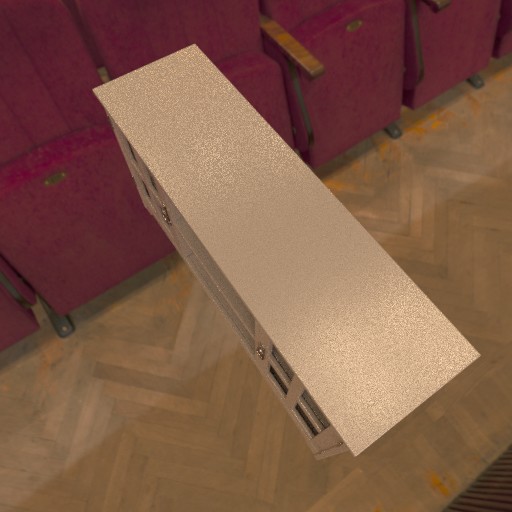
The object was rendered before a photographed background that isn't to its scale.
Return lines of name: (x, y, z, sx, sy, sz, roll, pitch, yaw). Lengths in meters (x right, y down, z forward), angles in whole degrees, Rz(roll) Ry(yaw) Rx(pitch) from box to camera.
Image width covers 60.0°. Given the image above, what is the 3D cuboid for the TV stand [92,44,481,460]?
TV stand: (0.000, 0.000, 1.370, 0.344, 0.603, 1.167, -31, 67, -15)
